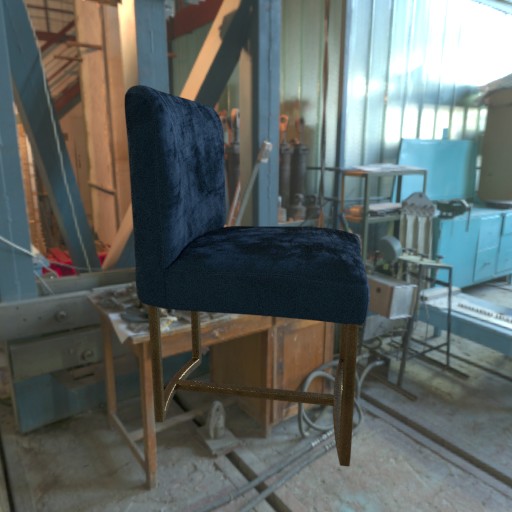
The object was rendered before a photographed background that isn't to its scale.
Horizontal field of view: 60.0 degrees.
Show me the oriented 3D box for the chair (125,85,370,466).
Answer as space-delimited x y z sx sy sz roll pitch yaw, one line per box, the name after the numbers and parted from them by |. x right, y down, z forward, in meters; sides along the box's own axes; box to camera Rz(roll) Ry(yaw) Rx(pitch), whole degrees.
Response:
0.000 0.000 1.169 0.560 0.824 0.530 3 14 10 | chair
